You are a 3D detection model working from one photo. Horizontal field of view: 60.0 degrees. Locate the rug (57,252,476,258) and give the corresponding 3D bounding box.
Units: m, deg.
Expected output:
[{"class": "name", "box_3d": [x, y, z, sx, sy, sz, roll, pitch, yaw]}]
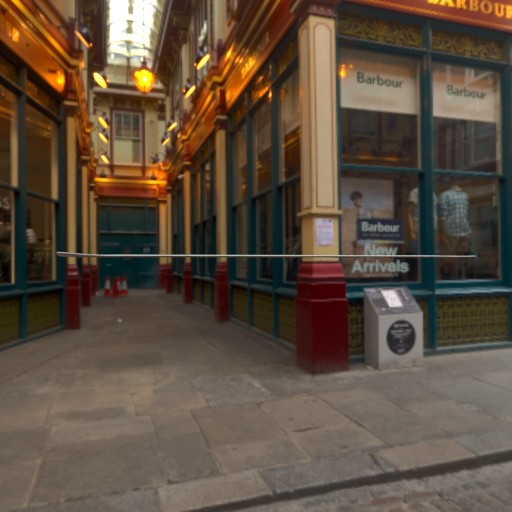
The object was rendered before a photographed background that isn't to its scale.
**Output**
[{"class": "rug", "box_3d": [0.000, 0.000, 3.104, 2.434, 0.023, 1.518, 0, 0, -19]}]
